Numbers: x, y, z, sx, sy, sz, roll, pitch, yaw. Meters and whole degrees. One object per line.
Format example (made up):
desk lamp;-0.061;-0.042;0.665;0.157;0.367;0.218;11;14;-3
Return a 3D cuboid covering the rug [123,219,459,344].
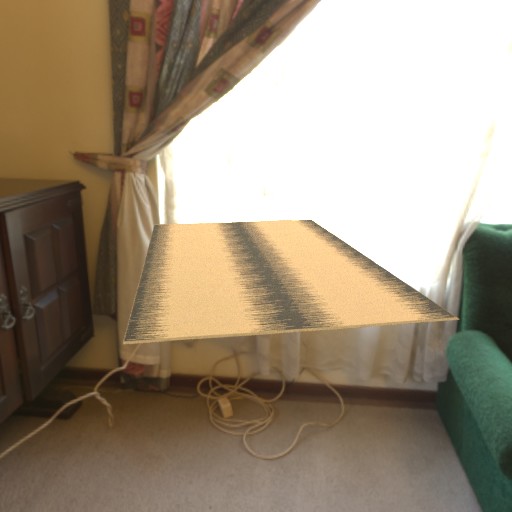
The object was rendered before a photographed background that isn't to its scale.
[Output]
rug;0.000;0.000;3.104;1.519;0.003;2.453;-3;16;-9
